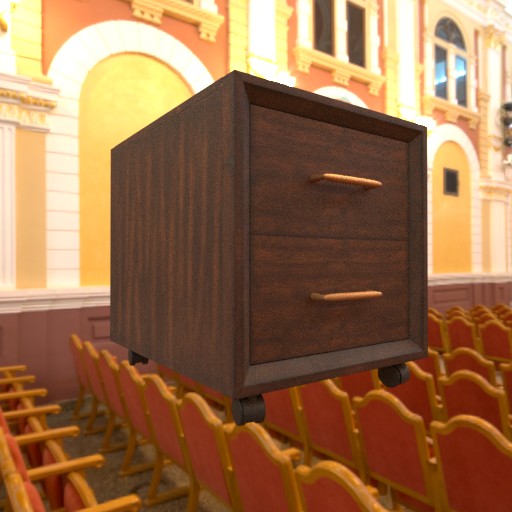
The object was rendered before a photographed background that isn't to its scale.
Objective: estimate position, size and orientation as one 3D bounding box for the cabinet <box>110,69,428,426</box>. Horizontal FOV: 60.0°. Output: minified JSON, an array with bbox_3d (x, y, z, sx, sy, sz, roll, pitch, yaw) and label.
[{"bbox_3d":[0.000,0.000,0.851,0.402,0.455,0.500,0,-1,-35],"label":"cabinet"}]
